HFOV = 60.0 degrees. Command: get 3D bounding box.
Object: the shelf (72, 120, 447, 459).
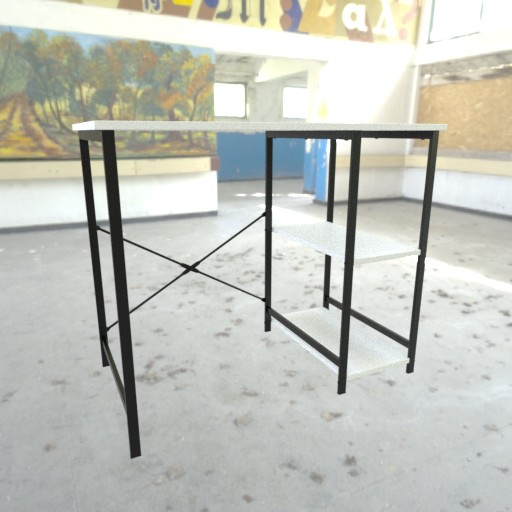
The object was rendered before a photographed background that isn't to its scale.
[{"bbox_3d":[0.000,0.000,1.316,0.902,0.750,0.498,-8,17,-25],"label":"shelf"}]
